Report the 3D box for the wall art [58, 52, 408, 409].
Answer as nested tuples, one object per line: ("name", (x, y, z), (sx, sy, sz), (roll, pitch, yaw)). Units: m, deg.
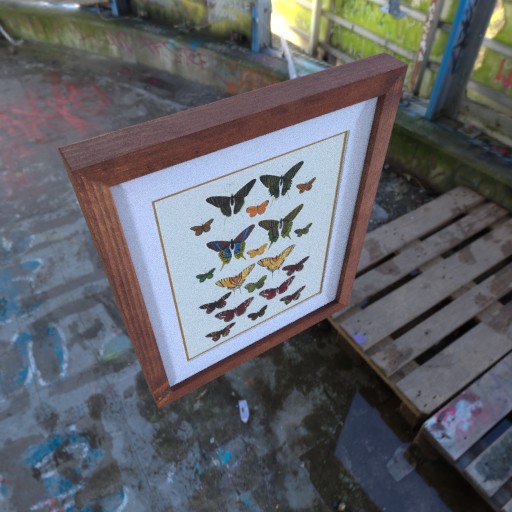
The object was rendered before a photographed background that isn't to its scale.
("wall art", (0.000, 0.000, 0.602), (0.377, 0.449, 0.039), (-24, 51, -21))
